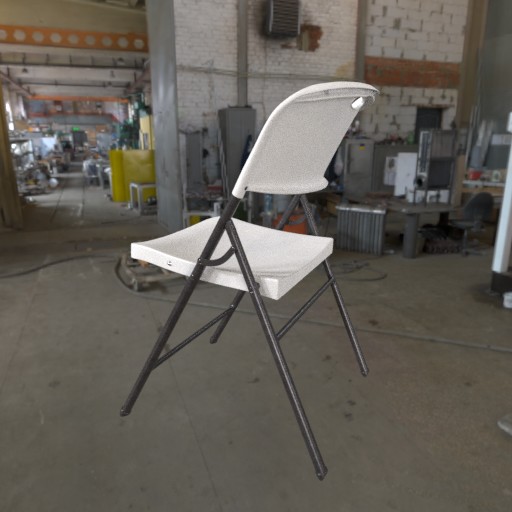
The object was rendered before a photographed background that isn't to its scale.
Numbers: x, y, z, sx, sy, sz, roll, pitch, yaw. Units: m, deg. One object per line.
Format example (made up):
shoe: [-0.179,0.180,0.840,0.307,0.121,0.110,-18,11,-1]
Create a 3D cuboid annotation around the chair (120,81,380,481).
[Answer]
chair: [0.000,0.000,1.155,0.566,0.810,0.494,7,17,24]
